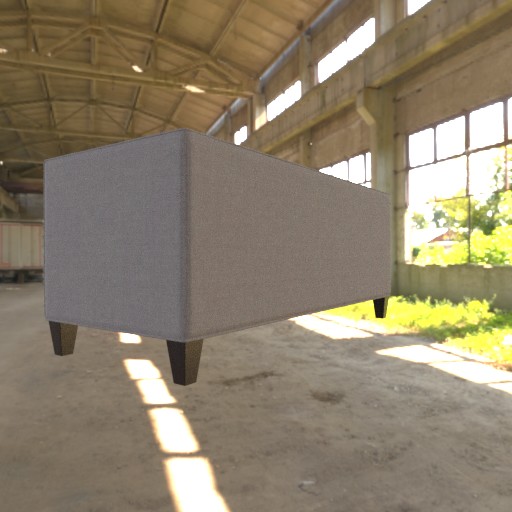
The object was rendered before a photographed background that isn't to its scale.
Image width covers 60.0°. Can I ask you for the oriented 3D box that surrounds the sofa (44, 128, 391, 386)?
[{"bbox_3d":[0.000,0.000,2.222,0.775,0.762,1.778,0,0,36],"label":"sofa"}]
